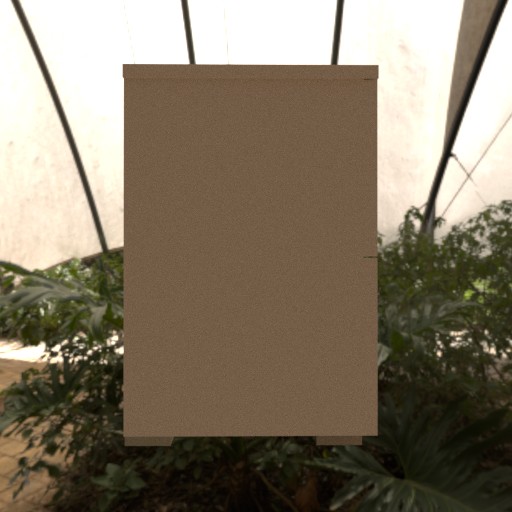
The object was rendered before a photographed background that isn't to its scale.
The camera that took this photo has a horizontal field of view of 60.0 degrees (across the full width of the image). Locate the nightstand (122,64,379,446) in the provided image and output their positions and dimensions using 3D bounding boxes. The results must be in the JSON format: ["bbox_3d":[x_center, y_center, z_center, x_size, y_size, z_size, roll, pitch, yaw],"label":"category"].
[{"bbox_3d":[0.000,0.000,0.753,0.325,0.460,0.441,0,0,-1],"label":"nightstand"}]
